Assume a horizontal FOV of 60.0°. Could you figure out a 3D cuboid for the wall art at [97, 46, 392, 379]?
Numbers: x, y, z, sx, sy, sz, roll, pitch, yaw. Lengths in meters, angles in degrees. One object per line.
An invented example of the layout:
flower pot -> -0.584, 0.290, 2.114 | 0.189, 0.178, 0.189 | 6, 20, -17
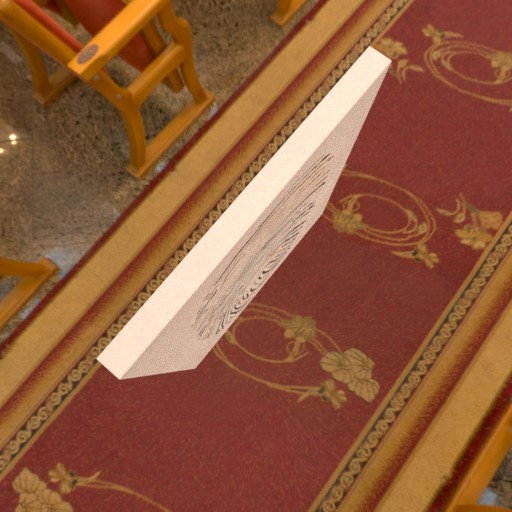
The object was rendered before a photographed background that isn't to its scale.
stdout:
wall art -> 0.000, 0.000, 0.819 | 0.037, 0.606, 0.508 | 38, 80, 8
